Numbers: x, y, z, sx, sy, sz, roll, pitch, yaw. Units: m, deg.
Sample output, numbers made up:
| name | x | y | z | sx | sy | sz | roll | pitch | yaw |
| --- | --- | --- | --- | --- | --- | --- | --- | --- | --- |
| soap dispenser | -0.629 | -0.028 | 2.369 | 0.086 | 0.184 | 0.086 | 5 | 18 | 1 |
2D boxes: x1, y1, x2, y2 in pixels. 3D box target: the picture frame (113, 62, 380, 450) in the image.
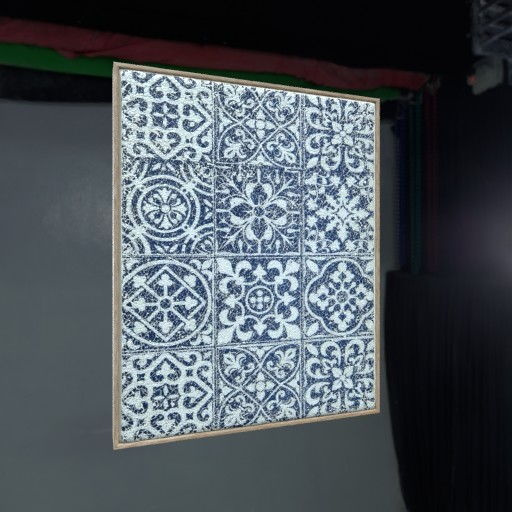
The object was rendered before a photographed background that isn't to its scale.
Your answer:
| name | x | y | z | sx | sy | sz | roll | pitch | yaw |
| --- | --- | --- | --- | --- | --- | --- | --- | --- | --- |
| picture frame | 0.000 | 0.000 | 0.692 | 0.424 | 0.526 | 0.043 | 0 | 0 | -20 |
